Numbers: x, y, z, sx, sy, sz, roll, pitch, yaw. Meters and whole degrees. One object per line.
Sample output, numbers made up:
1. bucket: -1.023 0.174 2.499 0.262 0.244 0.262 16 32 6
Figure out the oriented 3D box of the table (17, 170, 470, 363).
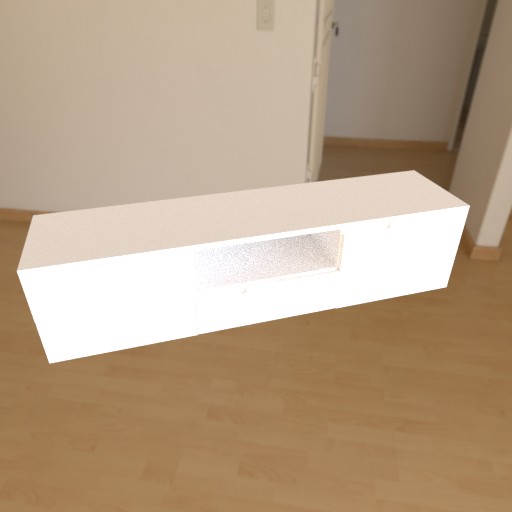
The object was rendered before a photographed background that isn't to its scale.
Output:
1. table: 0.000 0.000 1.832 1.650 0.420 0.390 -9 34 -14
